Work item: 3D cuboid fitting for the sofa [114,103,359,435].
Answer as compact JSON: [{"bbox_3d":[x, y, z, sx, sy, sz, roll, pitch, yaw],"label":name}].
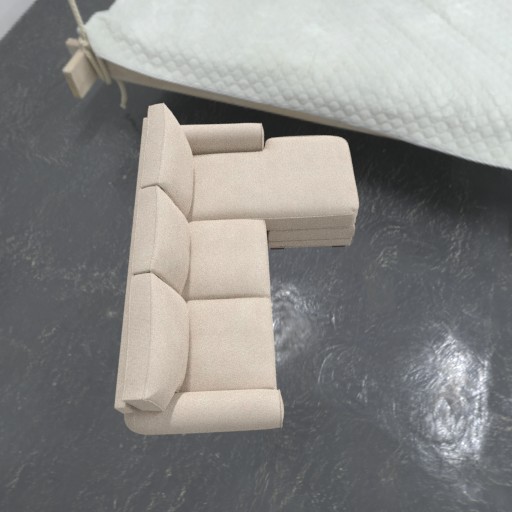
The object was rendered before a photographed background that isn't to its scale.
[{"bbox_3d":[0.000,0.000,2.391,1.226,0.734,1.770,-2,62,-1],"label":"sofa"}]
